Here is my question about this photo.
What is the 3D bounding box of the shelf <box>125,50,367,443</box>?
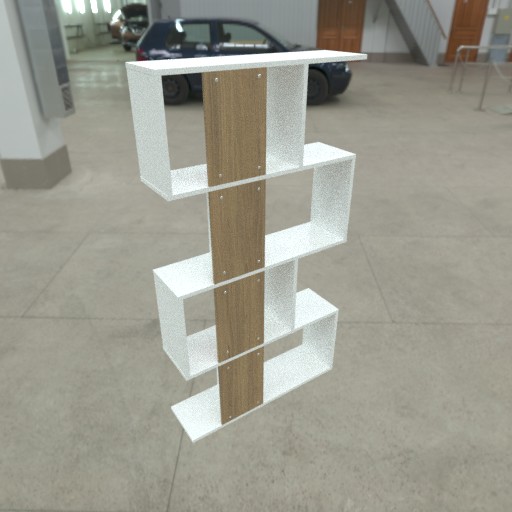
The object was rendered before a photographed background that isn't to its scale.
[{"bbox_3d":[0.000,0.000,2.015,0.890,1.650,0.250,-18,34,-29],"label":"shelf"}]
